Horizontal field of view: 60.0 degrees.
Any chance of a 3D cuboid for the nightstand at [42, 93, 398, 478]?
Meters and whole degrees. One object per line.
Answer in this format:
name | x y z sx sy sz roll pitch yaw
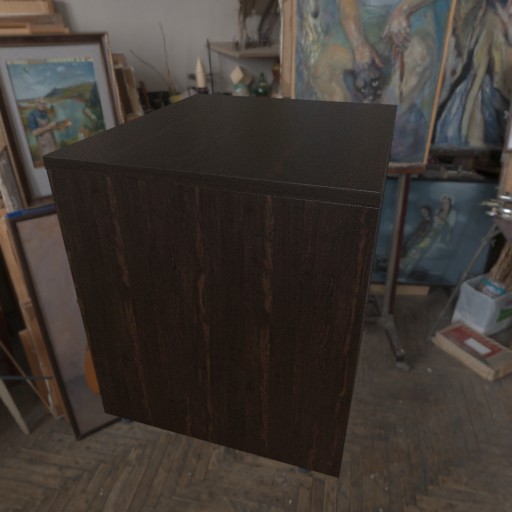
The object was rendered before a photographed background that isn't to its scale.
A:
nightstand | 0.000 0.000 0.839 0.427 0.487 0.489 9 31 15
